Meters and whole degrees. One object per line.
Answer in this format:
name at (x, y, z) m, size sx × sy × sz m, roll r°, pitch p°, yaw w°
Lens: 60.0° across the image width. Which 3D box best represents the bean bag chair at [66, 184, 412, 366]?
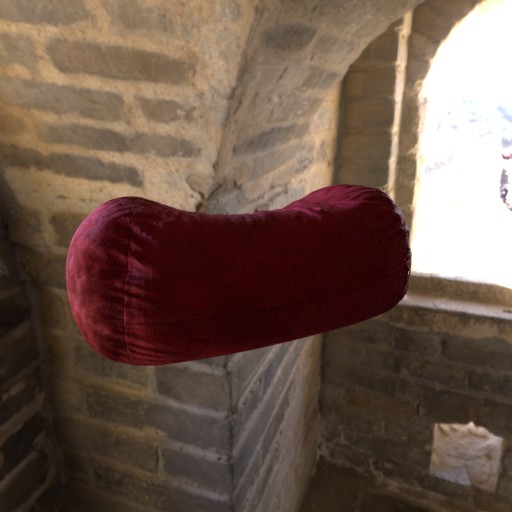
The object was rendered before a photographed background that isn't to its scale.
bean bag chair at (0.000, 0.000, 2.891) m, size 2.293 × 0.867 × 1.216 m, roll -8°, pitch 17°, yaw -26°
